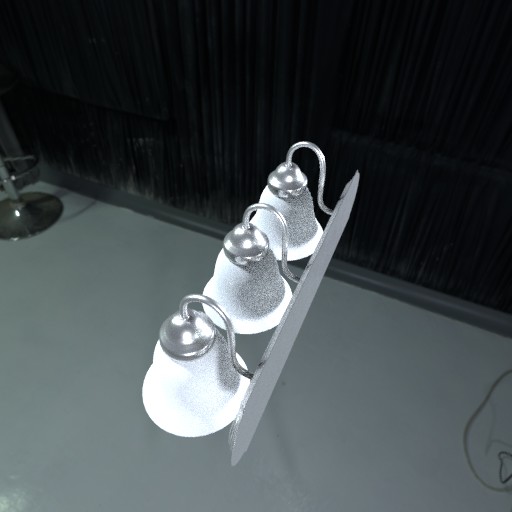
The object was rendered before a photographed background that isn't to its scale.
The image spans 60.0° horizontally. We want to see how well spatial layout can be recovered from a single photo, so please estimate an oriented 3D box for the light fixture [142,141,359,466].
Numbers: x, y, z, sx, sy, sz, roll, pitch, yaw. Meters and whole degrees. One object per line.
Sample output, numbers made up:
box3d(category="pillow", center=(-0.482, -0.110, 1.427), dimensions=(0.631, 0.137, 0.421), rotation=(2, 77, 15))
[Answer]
box3d(category="light fixture", center=(0.000, 0.000, 0.728), dimensions=(0.199, 0.222, 0.610), rotation=(17, 47, 16))
